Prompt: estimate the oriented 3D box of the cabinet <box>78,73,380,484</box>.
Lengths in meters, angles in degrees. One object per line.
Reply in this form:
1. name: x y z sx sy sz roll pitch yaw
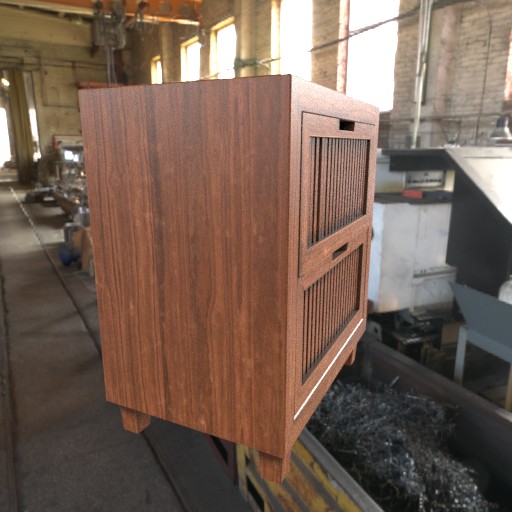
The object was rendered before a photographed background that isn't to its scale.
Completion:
1. cabinet: 0.000 0.000 1.040 0.410 0.695 0.607 7 16 25
